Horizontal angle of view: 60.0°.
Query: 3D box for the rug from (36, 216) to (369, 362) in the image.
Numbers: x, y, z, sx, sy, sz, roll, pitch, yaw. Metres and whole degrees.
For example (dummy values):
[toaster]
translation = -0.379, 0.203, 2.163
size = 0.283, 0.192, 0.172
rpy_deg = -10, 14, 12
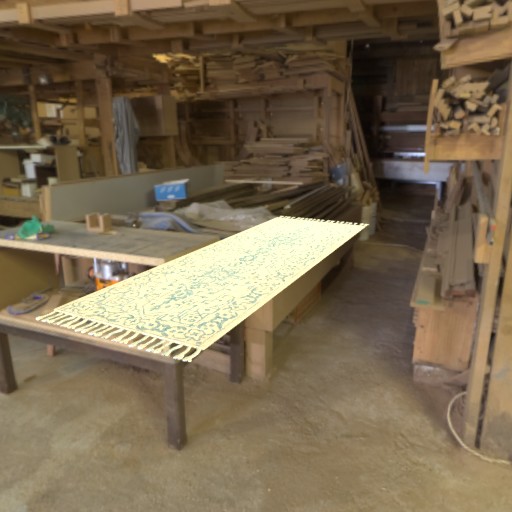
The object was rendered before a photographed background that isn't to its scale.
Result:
[rug]
translation = 0.000, 0.000, 2.667
size = 0.774, 0.011, 2.449
rpy_deg = 8, 18, 26
